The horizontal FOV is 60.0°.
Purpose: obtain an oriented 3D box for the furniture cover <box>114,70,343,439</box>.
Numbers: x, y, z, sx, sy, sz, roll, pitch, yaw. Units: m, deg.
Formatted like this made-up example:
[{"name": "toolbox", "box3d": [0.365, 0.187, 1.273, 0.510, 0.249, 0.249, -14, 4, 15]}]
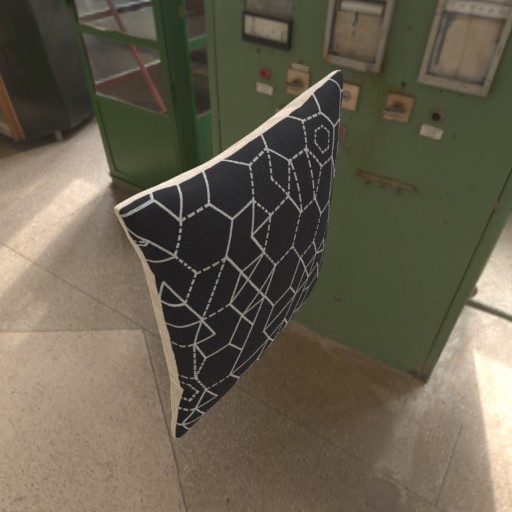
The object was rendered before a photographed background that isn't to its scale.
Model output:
[{"name": "furniture cover", "box3d": [0.000, 0.000, 0.789, 0.158, 0.508, 0.517, 25, 47, 25]}]
